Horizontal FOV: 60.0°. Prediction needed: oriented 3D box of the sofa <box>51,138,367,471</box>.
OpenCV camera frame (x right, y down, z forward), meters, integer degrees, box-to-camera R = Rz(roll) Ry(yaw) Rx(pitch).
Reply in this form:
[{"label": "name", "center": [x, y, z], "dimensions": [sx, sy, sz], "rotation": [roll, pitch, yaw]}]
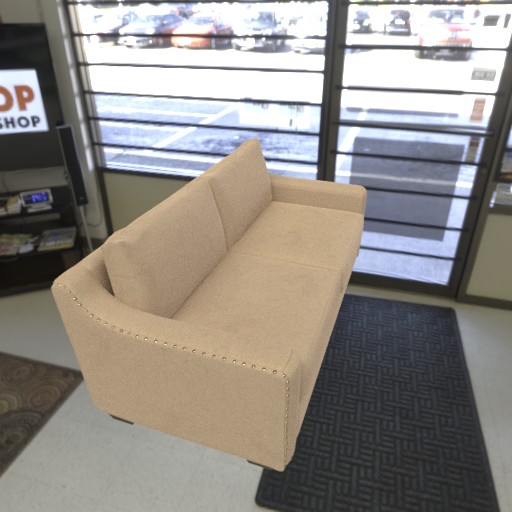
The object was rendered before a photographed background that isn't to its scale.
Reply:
[{"label": "sofa", "center": [0.000, 0.000, 2.543], "dimensions": [1.030, 0.901, 1.967], "rotation": [10, 31, 17]}]
